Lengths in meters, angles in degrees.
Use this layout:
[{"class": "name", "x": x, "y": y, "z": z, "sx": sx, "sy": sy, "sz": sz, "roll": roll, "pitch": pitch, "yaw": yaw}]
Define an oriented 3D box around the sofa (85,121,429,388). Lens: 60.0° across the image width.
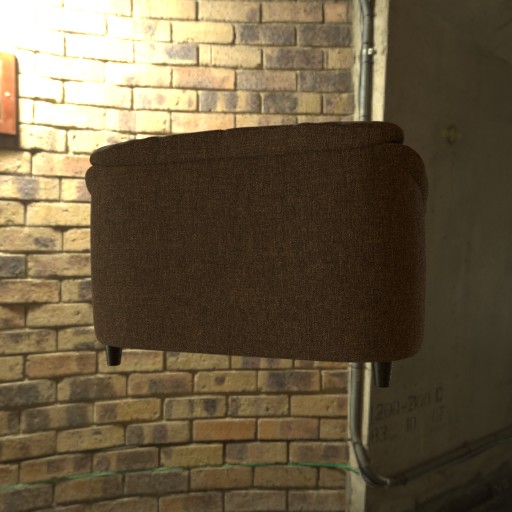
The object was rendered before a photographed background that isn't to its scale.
[{"class": "sofa", "x": 0.000, "y": 0.000, "z": 1.913, "sx": 1.404, "sy": 0.895, "sz": 0.799, "roll": 0, "pitch": -1, "yaw": 17}]
